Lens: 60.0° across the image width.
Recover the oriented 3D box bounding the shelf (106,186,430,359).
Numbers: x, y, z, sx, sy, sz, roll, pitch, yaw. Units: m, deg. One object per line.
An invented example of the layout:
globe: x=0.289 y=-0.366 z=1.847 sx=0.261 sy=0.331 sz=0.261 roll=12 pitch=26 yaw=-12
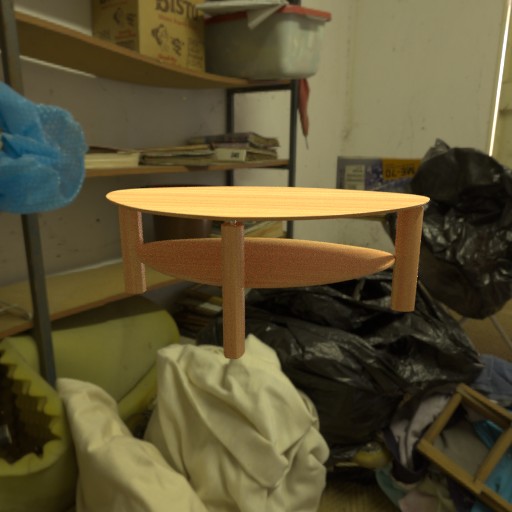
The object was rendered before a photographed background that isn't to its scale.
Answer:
shelf: x=0.000 y=0.000 z=1.678 sx=1.246 sy=0.440 sz=0.845 roll=3 pitch=15 yaw=10
